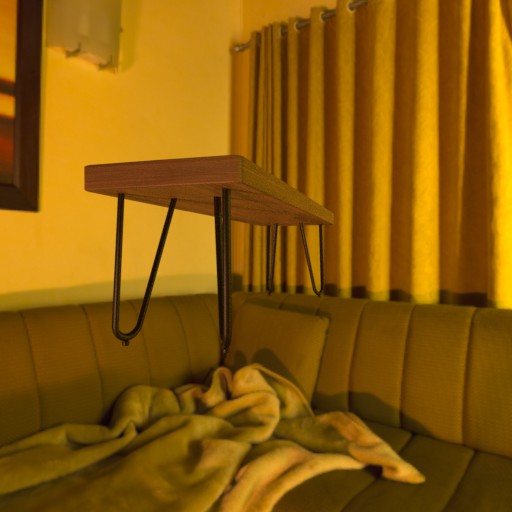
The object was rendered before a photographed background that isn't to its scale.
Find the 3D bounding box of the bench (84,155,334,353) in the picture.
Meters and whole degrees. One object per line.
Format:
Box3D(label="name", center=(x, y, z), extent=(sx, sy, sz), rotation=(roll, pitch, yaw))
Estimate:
Box3D(label="bench", center=(0.000, 0.000, 1.788), extent=(0.425, 0.462, 1.570), rotation=(0, 0, 17))
